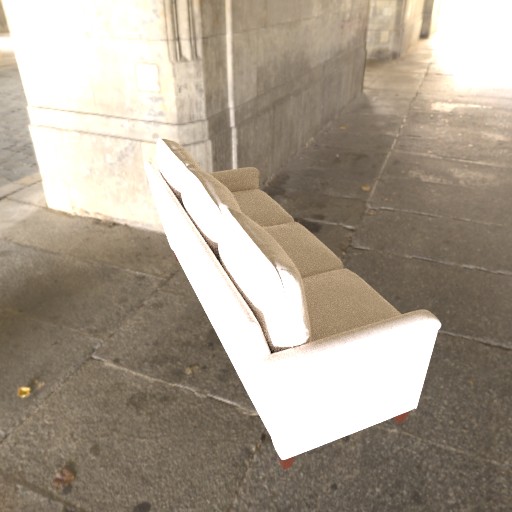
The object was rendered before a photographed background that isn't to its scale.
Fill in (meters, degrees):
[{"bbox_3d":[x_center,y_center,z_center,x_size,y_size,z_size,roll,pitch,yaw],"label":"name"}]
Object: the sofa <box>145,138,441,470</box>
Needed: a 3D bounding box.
[{"bbox_3d":[0.000,0.000,2.442,0.828,0.961,1.925,-12,33,-19],"label":"sofa"}]
